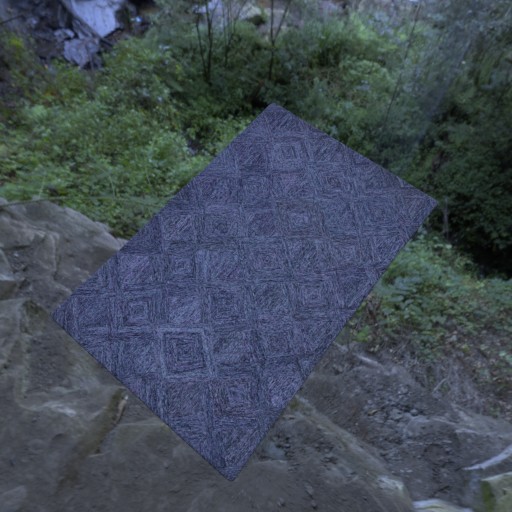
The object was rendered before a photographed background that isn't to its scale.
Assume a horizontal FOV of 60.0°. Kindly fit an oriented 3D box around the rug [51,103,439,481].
[{"bbox_3d":[0.000,0.000,2.274,1.158,0.013,1.752,36,70,15],"label":"rug"}]
